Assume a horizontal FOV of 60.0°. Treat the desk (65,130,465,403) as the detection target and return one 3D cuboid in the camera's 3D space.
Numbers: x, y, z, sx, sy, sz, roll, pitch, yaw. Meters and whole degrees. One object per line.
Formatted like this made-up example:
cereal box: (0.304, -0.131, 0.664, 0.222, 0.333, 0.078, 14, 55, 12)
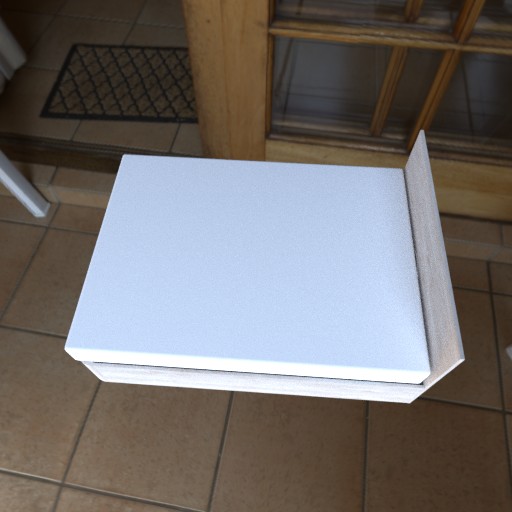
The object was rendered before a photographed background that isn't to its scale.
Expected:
desk: (0.000, 0.000, 2.645, 1.900, 0.800, 1.400, 3, 59, 2)
